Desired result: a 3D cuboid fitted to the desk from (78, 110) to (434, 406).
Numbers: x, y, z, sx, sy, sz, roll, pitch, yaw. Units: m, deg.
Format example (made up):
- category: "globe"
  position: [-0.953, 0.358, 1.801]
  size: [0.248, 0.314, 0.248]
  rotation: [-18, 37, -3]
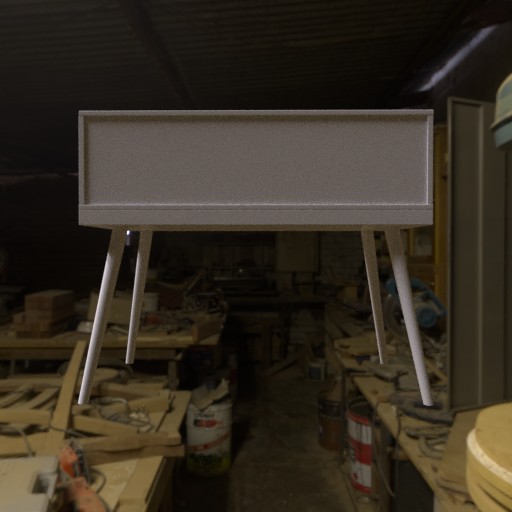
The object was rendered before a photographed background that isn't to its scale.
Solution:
- category: "desk"
  position: [0.000, 0.000, 1.754]
  size: [1.199, 0.990, 0.559]
  rotation: [0, 1, 1]
